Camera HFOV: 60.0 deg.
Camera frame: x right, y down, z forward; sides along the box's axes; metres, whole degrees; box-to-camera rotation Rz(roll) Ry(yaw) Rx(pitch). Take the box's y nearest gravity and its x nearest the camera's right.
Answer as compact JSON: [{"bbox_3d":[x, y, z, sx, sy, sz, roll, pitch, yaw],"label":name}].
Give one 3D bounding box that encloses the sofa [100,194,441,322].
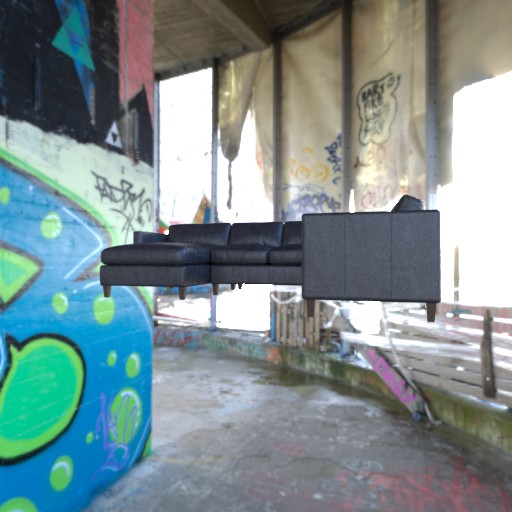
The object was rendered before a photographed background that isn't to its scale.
[{"bbox_3d":[0.000,0.000,4.559,3.324,0.891,2.452,0,0,18],"label":"sofa"}]
